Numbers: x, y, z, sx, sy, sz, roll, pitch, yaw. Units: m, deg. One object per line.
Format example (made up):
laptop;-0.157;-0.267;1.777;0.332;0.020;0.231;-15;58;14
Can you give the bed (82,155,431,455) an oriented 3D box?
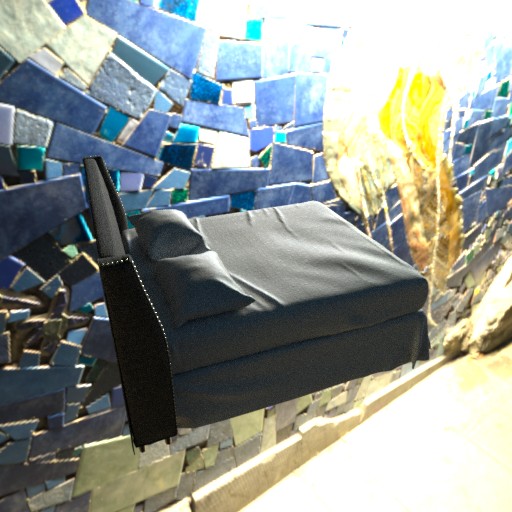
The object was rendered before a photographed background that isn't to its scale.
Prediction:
bed;0.000;0.000;3.428;2.276;1.332;1.925;-10;30;-19
